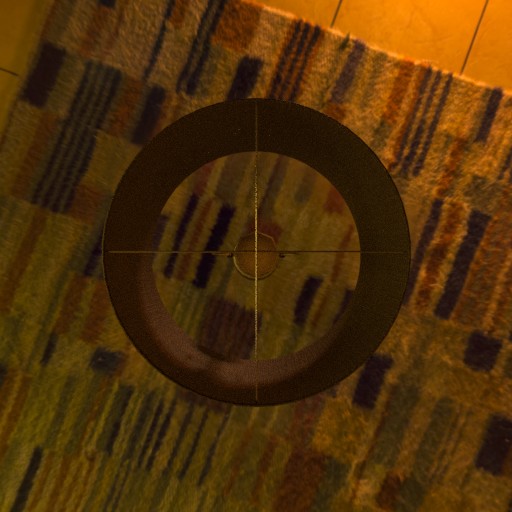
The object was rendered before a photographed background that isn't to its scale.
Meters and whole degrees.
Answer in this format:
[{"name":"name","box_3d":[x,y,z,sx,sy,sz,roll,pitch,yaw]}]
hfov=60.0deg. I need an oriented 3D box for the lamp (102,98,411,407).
[{"name":"lamp","box_3d":[0.000,0.000,0.676,0.303,0.488,0.303,0,89,0]}]
